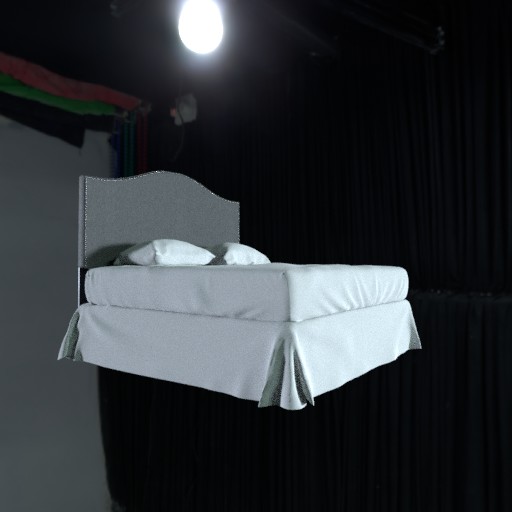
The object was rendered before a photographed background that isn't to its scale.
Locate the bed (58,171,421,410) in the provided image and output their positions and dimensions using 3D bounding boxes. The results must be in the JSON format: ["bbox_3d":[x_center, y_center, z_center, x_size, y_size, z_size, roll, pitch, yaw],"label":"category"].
[{"bbox_3d":[0.000,0.000,3.751,2.219,1.651,2.314,-1,-1,37],"label":"bed"}]
